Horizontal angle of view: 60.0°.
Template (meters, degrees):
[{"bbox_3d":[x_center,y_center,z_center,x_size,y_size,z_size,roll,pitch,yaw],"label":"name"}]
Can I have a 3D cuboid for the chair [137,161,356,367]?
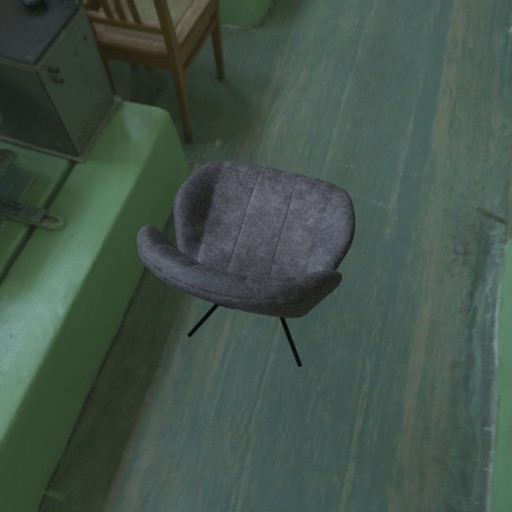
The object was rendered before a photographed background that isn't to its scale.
[{"bbox_3d":[0.000,0.000,1.341,0.527,0.934,0.640,14,64,7],"label":"chair"}]
